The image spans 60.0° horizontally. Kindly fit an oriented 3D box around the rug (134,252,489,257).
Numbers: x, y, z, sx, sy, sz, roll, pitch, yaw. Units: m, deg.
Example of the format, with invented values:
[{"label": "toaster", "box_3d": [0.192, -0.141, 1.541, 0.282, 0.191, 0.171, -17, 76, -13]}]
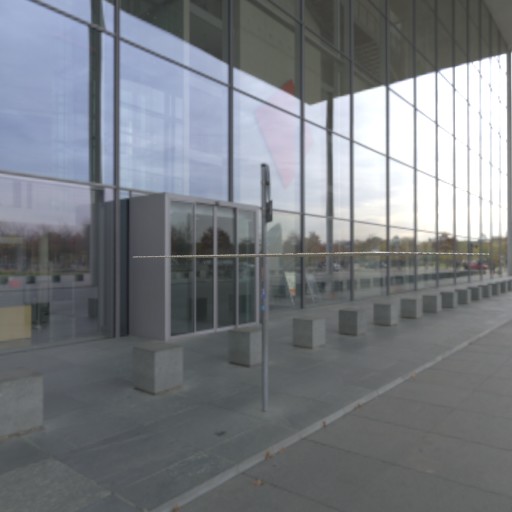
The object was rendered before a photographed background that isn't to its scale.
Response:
[{"label": "rug", "box_3d": [0.000, 0.000, 2.655, 0.660, 0.005, 2.464, 0, -1, -36]}]
